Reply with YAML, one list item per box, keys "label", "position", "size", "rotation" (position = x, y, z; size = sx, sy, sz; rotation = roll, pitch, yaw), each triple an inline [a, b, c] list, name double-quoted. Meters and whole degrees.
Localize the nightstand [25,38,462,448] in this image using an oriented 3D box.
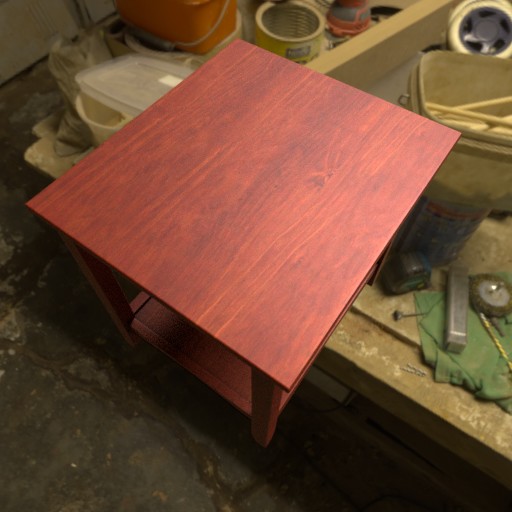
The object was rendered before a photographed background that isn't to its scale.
- label: "nightstand"
  position: [0.000, 0.000, 0.977]
  size: [0.501, 0.558, 0.558]
  rotation: [31, 63, 18]
